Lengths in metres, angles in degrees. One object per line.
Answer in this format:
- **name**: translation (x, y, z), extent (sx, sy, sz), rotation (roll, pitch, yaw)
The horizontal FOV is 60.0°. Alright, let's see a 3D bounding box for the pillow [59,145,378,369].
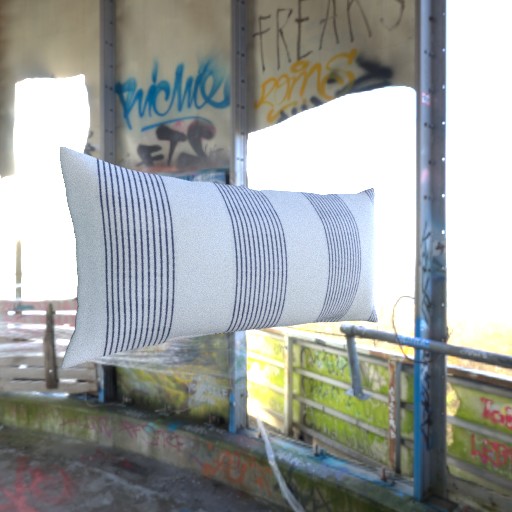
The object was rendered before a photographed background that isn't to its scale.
- **pillow**: translation (0.000, 0.000, 0.740), extent (0.610, 0.287, 0.151), rotation (0, 1, -35)
